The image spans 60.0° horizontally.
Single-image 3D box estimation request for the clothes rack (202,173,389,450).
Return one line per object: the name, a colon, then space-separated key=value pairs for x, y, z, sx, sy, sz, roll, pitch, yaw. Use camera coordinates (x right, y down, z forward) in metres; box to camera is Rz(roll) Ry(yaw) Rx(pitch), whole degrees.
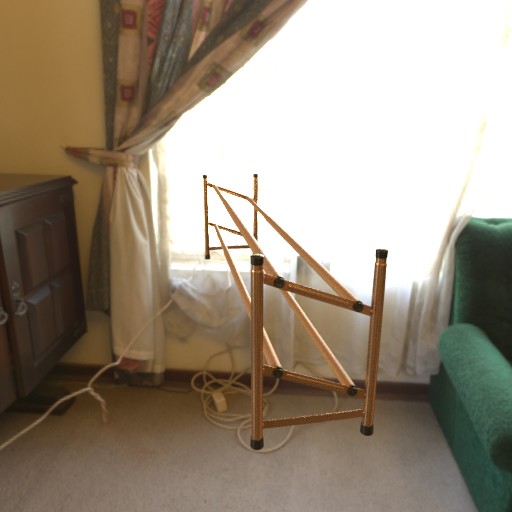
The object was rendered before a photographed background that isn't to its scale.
clothes rack: x=0.000 y=0.000 z=1.286 sx=0.229 sy=0.349 sz=1.168 roll=-3 pitch=17 yaw=-10
